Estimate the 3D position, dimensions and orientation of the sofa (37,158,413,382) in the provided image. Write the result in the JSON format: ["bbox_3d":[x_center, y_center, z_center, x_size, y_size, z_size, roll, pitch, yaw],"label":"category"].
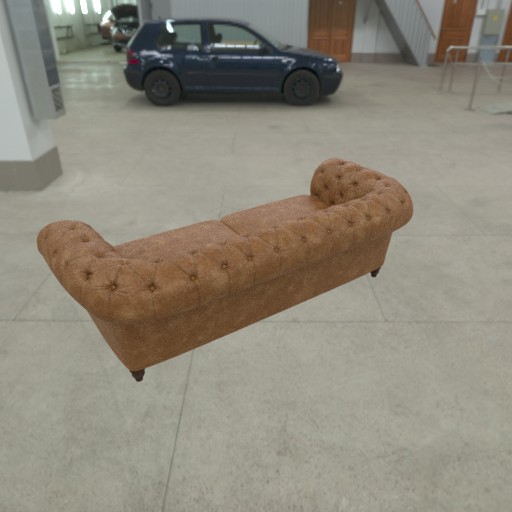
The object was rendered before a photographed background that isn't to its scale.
[{"bbox_3d":[0.000,0.000,2.871,2.365,0.760,0.989,-19,34,-30],"label":"sofa"}]
